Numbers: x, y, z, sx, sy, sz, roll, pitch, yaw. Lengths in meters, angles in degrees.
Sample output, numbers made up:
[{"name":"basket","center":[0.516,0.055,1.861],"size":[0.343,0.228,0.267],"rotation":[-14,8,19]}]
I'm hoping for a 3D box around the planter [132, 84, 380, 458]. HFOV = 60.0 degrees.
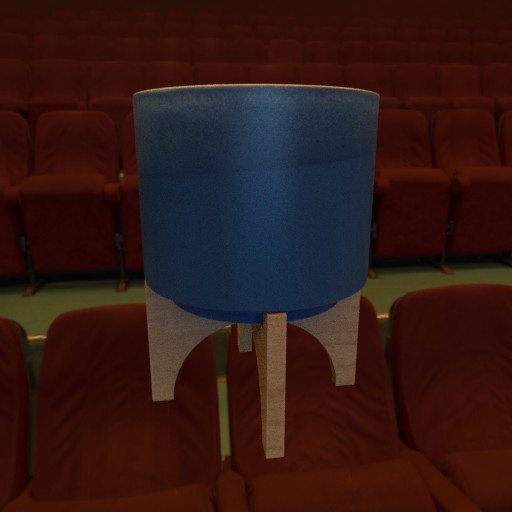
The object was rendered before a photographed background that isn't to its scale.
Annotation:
[{"name":"planter","center":[0.000,0.000,0.390],"size":[0.192,0.263,0.192],"rotation":[0,15,0]}]
